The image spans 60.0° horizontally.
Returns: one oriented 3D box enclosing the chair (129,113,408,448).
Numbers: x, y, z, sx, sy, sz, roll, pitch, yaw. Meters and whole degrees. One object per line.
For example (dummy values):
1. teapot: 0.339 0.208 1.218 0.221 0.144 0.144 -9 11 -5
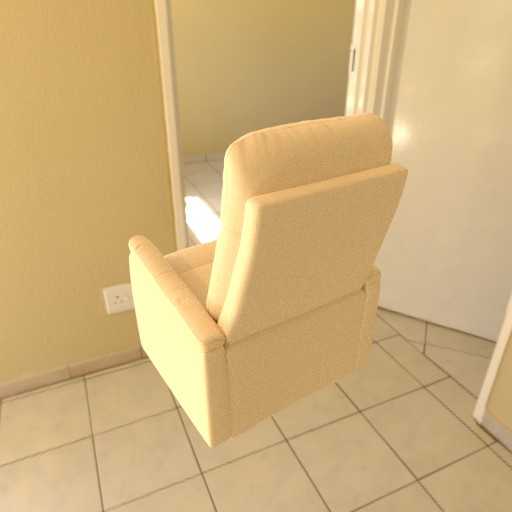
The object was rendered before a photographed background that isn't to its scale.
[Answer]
1. chair: 0.000 0.000 1.668 0.775 1.082 0.831 -18 33 -29
